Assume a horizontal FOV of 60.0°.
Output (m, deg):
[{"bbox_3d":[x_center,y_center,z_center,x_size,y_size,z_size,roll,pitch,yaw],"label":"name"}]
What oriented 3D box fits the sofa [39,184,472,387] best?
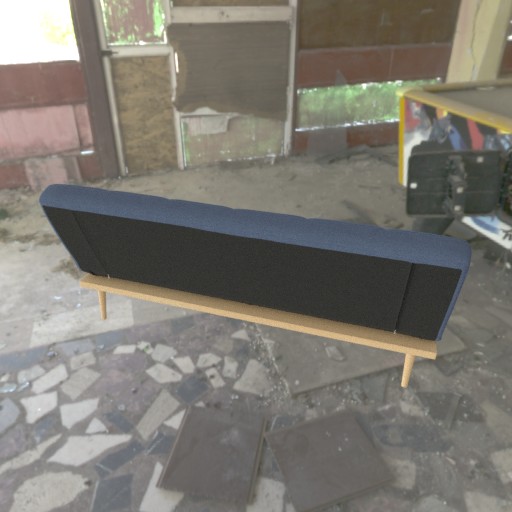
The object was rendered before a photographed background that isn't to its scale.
[{"bbox_3d":[0.000,0.000,2.220,1.800,0.800,0.796,9,33,15],"label":"sofa"}]
